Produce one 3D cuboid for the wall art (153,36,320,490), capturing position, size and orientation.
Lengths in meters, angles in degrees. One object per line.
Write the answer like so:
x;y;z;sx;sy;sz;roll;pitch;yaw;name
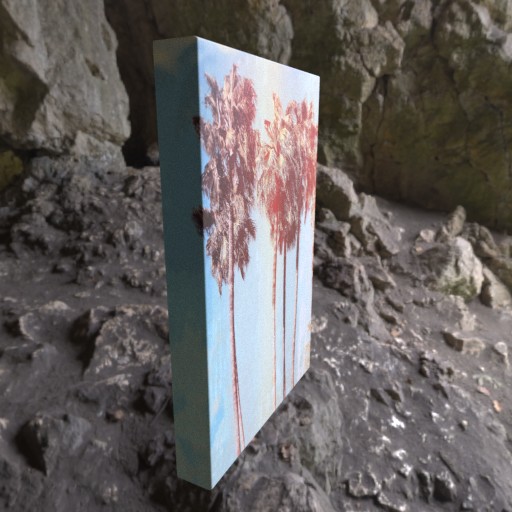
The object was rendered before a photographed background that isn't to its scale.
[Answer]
0.000;0.000;0.469;0.039;0.380;0.251;8;17;26;wall art
